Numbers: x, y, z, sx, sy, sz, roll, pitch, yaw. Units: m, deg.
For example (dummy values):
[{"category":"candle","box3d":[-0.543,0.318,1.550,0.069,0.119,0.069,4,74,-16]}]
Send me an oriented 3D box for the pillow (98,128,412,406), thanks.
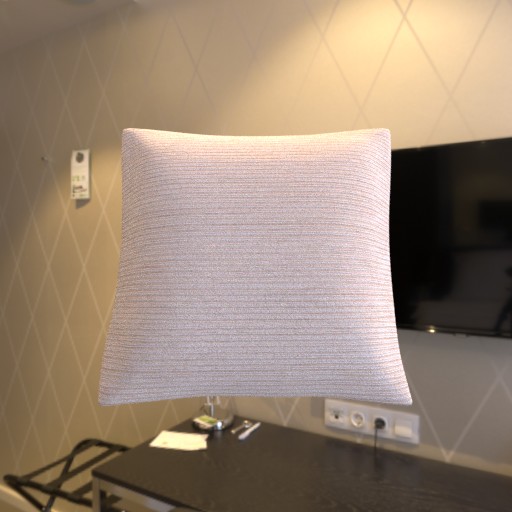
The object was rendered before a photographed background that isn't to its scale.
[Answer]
[{"category":"pillow","box3d":[0.000,0.000,0.648,0.424,0.401,0.177,0,1,0]}]
